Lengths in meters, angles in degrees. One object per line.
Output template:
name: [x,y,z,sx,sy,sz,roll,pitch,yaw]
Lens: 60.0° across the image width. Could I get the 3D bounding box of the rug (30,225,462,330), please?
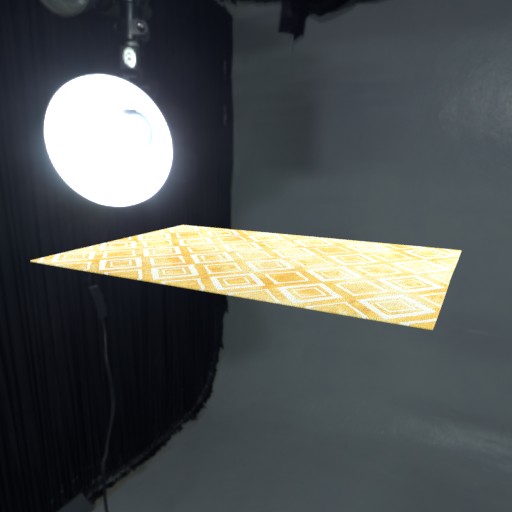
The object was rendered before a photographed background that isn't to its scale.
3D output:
rug: [0.000,0.000,2.244,1.829,0.010,1.213,7,15,27]
